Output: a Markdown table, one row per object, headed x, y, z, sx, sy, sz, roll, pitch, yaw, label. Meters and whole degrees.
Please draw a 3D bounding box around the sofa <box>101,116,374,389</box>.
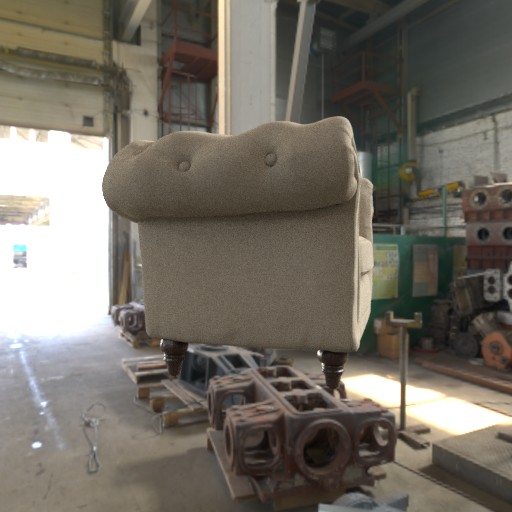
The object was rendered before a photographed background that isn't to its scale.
| x | y | z | sx | sy | sz | roll | pitch | yaw | label |
| --- | --- | --- | --- | --- | --- | --- | --- | --- | --- |
| 0.000 | 0.000 | 2.034 | 1.034 | 0.878 | 1.405 | 0 | 1 | 17 | sofa |
